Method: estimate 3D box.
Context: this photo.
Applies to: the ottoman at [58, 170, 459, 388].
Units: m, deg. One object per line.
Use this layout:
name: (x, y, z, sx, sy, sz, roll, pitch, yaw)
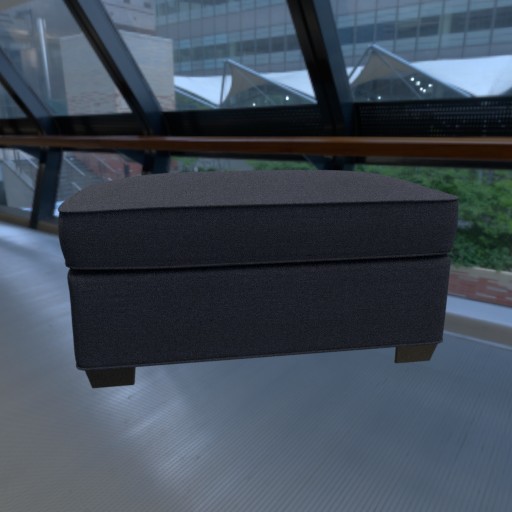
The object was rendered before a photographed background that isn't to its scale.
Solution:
ottoman: (0.000, 0.000, 1.208, 0.895, 0.453, 0.505, -3, 17, -8)
